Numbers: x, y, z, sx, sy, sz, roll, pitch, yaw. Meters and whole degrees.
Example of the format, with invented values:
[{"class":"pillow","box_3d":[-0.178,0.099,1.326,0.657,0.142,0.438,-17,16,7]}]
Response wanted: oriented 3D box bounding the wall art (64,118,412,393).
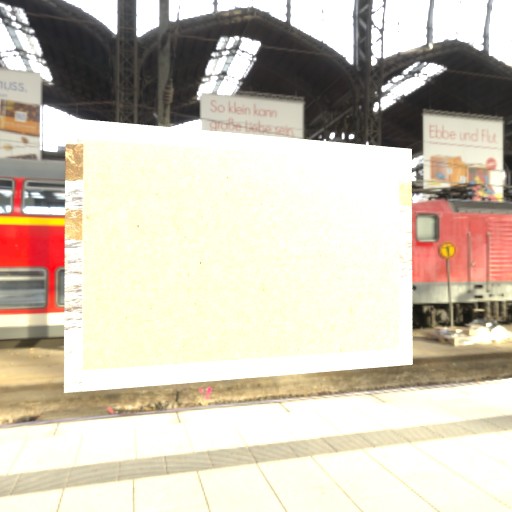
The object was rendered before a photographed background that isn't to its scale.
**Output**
[{"class":"wall art","box_3d":[0.000,0.000,0.765,0.606,0.407,0.041,0,-1,-18]}]
